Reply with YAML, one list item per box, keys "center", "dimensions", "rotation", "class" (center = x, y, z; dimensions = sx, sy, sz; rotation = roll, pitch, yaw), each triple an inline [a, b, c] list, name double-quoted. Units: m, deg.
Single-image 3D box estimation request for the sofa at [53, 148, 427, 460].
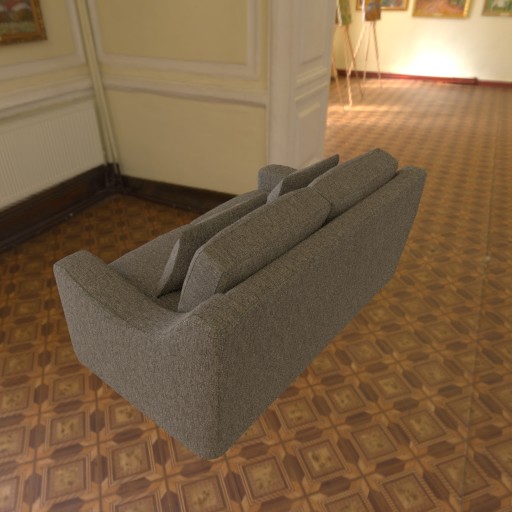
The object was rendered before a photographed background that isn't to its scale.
- center: [0.000, 0.000, 2.395]
  dimensions: [1.120, 0.991, 1.778]
  rotation: [23, 39, 32]
  class: "sofa"
